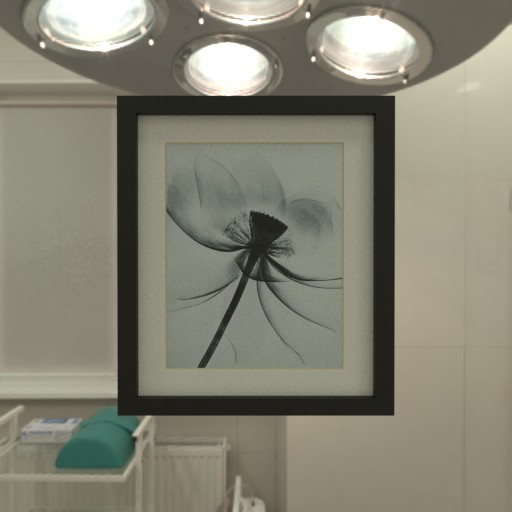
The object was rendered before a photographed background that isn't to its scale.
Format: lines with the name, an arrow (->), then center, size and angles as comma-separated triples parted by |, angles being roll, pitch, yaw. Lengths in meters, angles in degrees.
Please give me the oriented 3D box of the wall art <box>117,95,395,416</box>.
wall art -> 0.000, 0.000, 0.542 | 0.330, 0.381, 0.029 | 0, 0, 0
